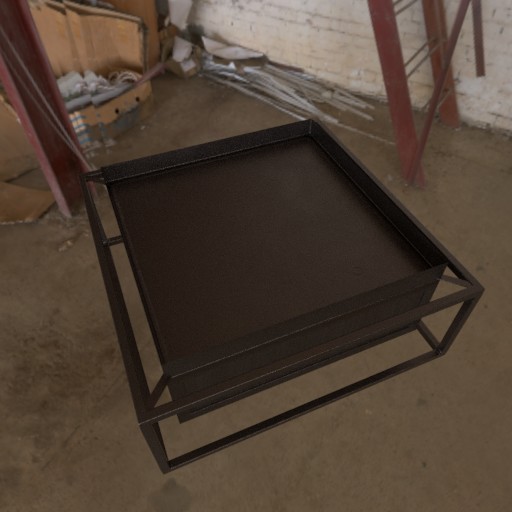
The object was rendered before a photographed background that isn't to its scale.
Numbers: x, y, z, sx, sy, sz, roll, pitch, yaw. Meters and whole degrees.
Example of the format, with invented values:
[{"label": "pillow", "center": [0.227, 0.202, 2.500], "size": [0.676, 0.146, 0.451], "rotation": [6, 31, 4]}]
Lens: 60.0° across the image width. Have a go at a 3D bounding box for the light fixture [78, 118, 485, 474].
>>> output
[{"label": "light fixture", "center": [0.000, 0.000, 0.686], "size": [0.441, 0.191, 0.441], "rotation": [-17, 50, -15]}]
